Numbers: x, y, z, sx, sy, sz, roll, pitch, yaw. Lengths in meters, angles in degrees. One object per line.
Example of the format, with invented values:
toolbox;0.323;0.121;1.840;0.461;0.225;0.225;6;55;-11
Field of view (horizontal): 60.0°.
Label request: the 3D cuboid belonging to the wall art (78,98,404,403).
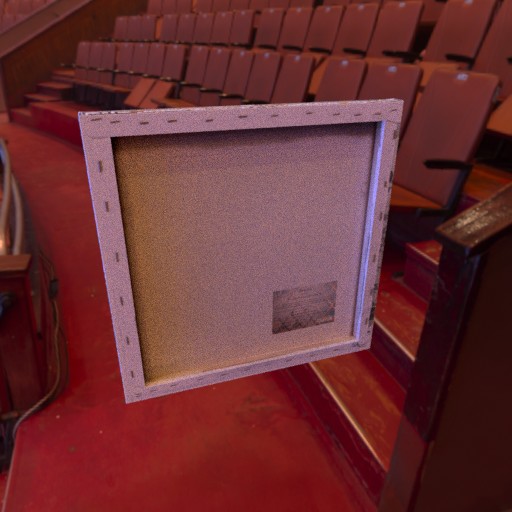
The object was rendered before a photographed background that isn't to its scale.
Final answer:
wall art;0.000;0.000;0.937;0.609;0.607;0.036;-8;27;-17
